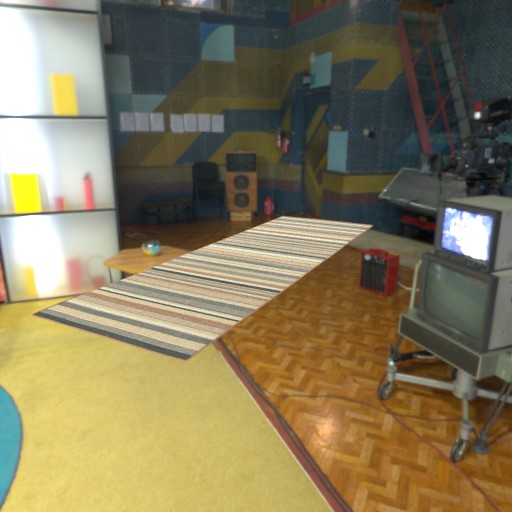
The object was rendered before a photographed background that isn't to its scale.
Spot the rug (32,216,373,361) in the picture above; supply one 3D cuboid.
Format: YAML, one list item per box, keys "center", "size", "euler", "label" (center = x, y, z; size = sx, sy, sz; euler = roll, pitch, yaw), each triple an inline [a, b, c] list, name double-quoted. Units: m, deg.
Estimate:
- center: [0.000, 0.000, 2.674]
  size: [0.799, 0.010, 2.444]
  euler: [9, 18, 27]
  label: "rug"
